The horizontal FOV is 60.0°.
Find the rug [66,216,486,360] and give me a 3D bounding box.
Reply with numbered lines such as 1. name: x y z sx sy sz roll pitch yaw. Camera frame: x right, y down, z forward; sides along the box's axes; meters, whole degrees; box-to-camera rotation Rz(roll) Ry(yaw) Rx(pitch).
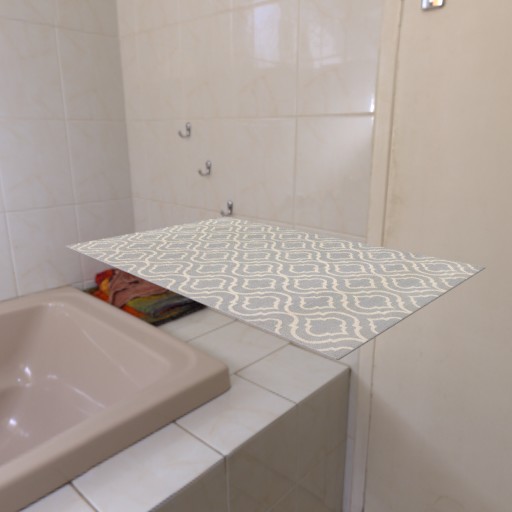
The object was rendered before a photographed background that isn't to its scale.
1. rug: 0.000 0.000 2.174 1.749 0.015 1.141 15 22 43
